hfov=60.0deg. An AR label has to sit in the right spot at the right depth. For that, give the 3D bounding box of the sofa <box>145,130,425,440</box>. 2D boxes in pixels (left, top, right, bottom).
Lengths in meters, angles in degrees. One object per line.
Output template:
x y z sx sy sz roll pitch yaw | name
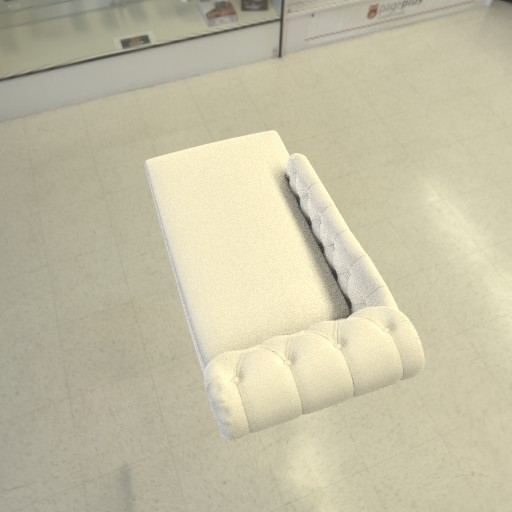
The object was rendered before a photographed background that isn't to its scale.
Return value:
0.000 0.000 1.799 0.675 0.787 1.379 -16 60 -10 | sofa
